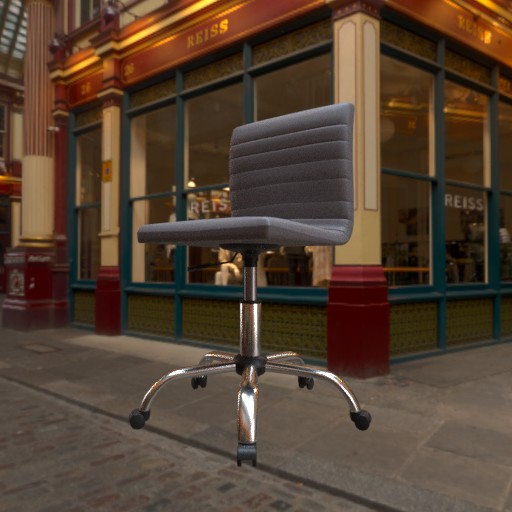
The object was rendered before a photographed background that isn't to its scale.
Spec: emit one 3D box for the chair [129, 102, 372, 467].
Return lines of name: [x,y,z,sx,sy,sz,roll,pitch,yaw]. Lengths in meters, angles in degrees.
chair: [0.000,0.000,1.109,0.556,0.780,0.530,0,0,37]
